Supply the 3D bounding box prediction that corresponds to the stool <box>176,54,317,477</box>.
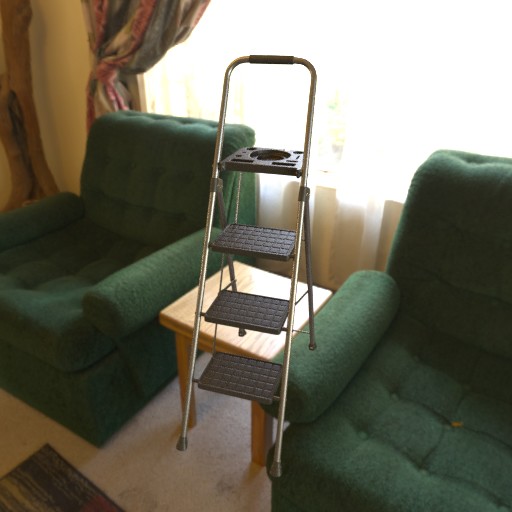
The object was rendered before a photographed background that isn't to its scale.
[{"bbox_3d":[0.000,0.000,1.567,0.396,1.277,0.733,8,29,15],"label":"stool"}]
